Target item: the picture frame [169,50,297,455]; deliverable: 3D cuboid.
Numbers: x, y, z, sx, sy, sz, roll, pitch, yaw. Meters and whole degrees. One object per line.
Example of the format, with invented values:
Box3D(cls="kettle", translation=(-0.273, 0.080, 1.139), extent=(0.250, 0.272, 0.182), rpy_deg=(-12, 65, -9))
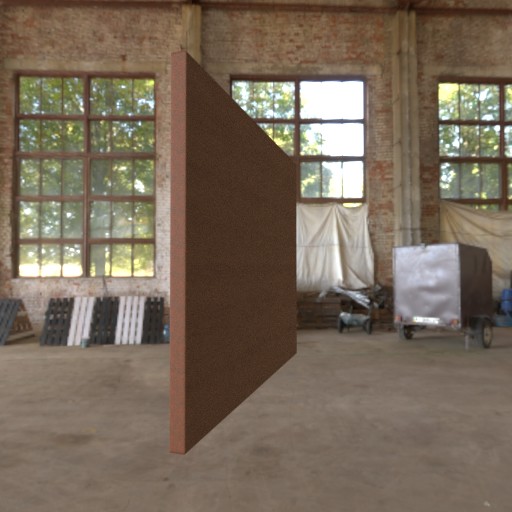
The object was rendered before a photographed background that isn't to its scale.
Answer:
Box3D(cls="picture frame", translation=(0.000, 0.000, 1.754), extent=(0.045, 1.018, 1.329), rpy_deg=(0, -1, 17))
